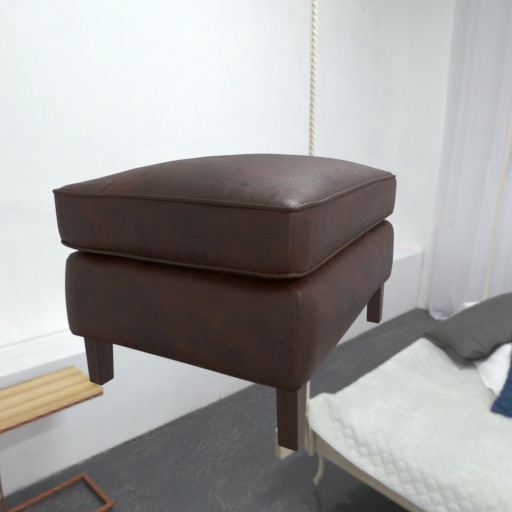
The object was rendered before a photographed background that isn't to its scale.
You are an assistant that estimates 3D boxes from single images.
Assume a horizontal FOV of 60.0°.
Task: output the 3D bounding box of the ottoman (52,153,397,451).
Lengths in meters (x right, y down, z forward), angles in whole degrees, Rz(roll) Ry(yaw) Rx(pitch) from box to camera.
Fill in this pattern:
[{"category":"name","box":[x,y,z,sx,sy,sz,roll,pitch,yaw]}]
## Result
[{"category":"ottoman","box":[0.000,0.000,0.966,0.501,0.432,0.665,7,16,27]}]
